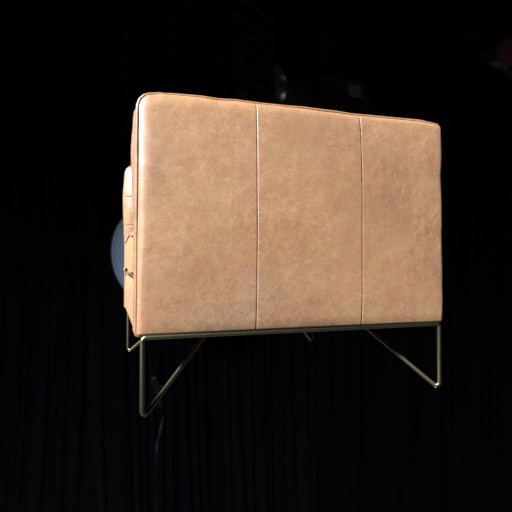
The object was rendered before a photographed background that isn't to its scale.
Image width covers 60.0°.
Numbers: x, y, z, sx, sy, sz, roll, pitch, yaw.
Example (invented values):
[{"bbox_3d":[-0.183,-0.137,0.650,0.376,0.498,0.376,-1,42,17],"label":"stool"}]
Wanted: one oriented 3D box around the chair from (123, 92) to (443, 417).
[{"bbox_3d":[0.000,0.000,1.611,0.912,0.797,0.920,1,-2,-18],"label":"chair"}]
